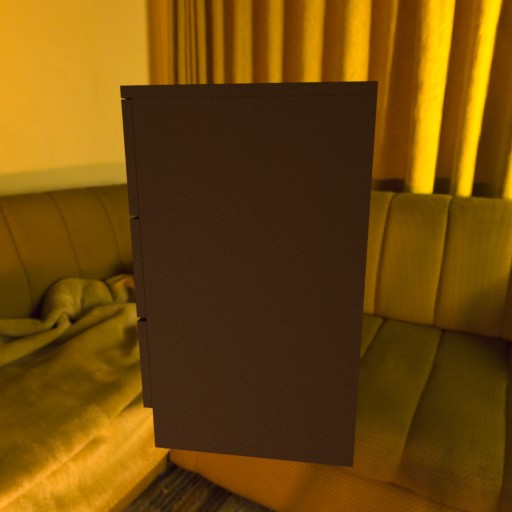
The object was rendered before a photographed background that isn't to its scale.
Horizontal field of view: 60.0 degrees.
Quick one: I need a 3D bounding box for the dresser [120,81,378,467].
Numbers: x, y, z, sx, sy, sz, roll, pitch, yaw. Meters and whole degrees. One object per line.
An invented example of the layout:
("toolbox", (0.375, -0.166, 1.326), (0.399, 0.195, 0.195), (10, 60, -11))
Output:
("dresser", (0.000, 0.000, 0.829), (0.360, 0.560, 0.400), (2, 15, 8))
